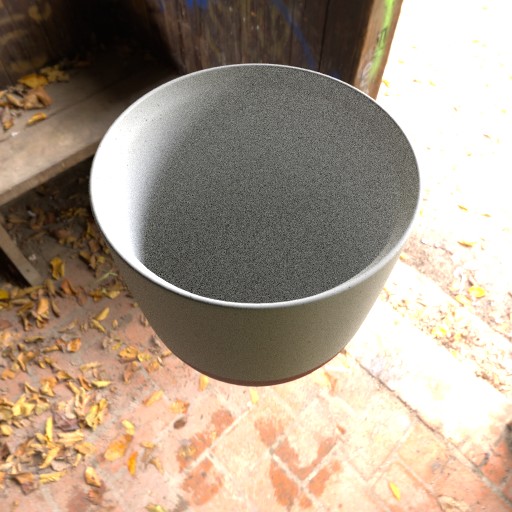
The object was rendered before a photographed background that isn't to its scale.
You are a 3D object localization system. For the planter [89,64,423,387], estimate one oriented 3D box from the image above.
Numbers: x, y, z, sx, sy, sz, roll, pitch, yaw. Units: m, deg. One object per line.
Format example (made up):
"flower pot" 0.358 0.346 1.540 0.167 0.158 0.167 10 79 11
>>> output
"planter" 0.000 0.000 0.364 0.204 0.214 0.204 0 57 0
